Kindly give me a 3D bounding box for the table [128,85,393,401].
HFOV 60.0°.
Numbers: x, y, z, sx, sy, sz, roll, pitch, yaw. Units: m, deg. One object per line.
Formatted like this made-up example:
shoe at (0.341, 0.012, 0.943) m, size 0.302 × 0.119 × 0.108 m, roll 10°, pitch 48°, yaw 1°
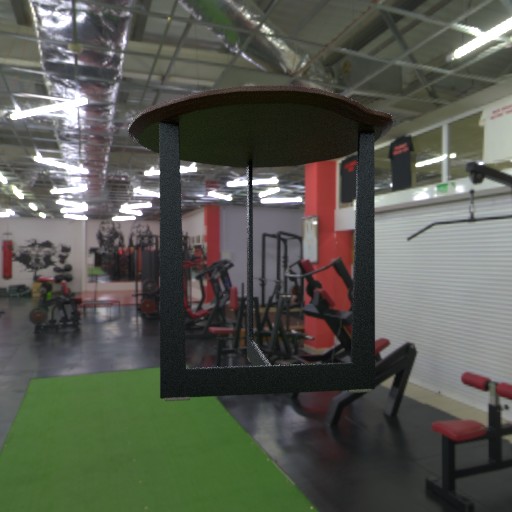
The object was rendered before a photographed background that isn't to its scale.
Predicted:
table at (0.000, 0.000, 0.861) m, size 0.477 × 0.476 × 0.494 m, roll 0°, pitch 0°, yaw -19°
